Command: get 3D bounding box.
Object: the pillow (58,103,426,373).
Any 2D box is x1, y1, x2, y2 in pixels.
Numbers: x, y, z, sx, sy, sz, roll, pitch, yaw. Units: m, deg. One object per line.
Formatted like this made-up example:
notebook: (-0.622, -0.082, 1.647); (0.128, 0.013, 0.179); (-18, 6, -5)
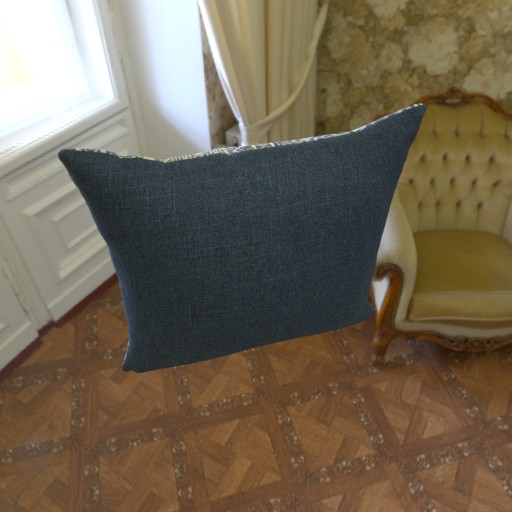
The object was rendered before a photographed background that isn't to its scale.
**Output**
pillow: (0.000, 0.000, 0.777); (0.546, 0.487, 0.180); (-11, 42, -12)
